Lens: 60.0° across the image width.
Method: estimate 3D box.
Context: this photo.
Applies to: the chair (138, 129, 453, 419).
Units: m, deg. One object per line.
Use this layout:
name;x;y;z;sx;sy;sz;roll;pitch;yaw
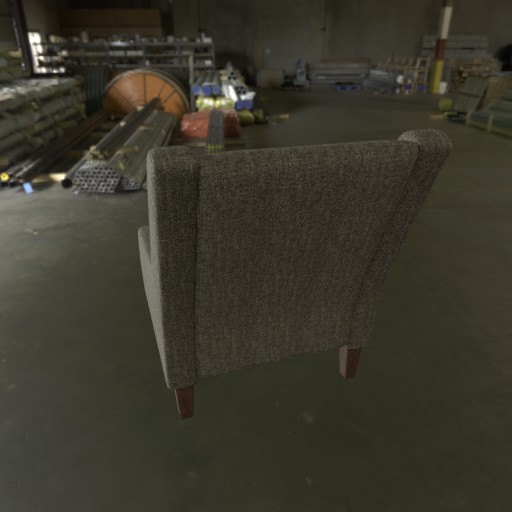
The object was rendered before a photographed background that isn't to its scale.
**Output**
chair;0.000;0.000;1.649;0.793;1.012;0.944;-8;27;-17
